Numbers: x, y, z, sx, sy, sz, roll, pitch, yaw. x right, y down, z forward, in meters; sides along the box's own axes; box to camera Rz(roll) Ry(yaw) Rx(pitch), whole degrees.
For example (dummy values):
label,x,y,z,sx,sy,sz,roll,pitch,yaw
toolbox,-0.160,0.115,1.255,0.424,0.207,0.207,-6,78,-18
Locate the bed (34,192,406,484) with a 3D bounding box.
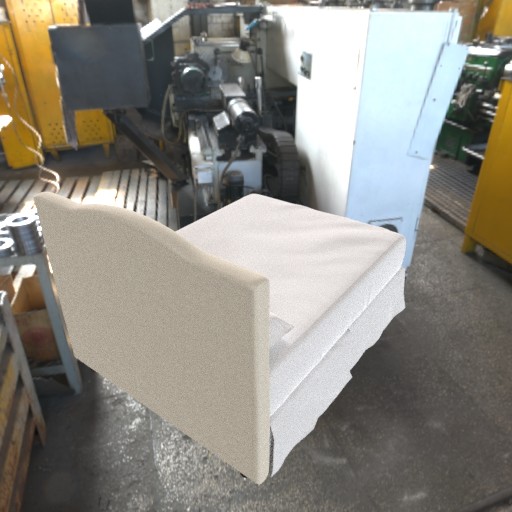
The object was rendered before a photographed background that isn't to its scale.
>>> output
label,x,y,z,sx,sy,sz,roll,pitch,yaw
bed,0.000,0.000,3.277,1.741,1.449,2.196,20,36,31
